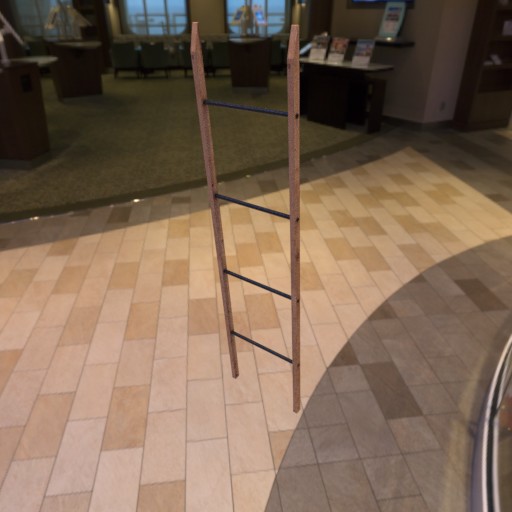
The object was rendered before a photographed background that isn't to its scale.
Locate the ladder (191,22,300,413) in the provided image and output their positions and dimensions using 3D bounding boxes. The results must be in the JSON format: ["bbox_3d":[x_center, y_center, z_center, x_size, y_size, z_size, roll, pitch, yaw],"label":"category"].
[{"bbox_3d":[0.000,0.000,1.938,0.442,1.805,0.200,20,35,31],"label":"ladder"}]
